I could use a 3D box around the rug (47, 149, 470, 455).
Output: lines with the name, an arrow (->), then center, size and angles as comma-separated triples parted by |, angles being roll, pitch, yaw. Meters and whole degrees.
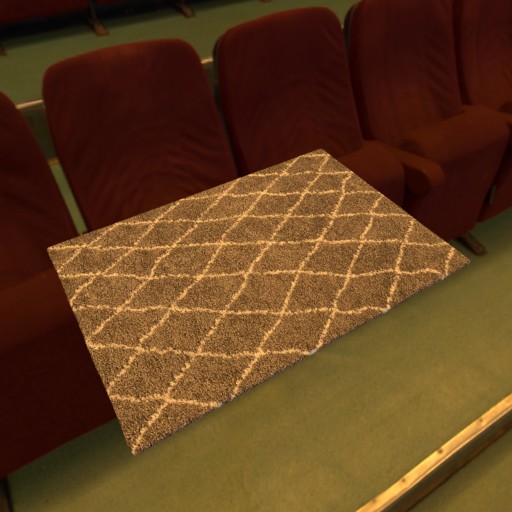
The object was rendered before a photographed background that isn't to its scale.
rug -> 0.000, 0.000, 2.248 | 1.778, 0.030, 1.219 | -24, 50, -22
